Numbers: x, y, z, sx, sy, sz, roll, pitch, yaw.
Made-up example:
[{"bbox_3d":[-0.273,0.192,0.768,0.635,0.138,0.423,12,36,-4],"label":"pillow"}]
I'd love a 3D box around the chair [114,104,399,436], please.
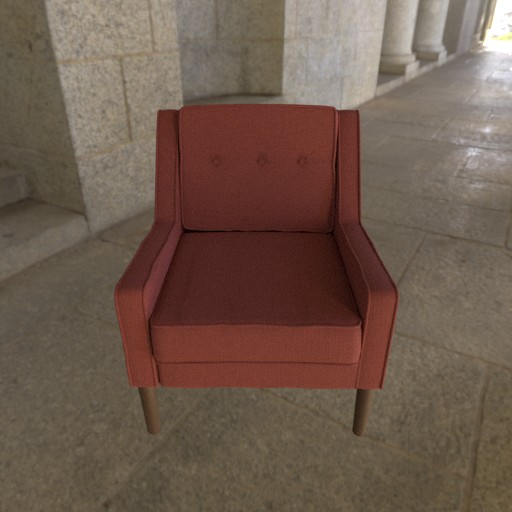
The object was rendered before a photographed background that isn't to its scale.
[{"bbox_3d":[0.000,0.000,1.368,0.680,0.812,0.770,0,29,1],"label":"chair"}]
